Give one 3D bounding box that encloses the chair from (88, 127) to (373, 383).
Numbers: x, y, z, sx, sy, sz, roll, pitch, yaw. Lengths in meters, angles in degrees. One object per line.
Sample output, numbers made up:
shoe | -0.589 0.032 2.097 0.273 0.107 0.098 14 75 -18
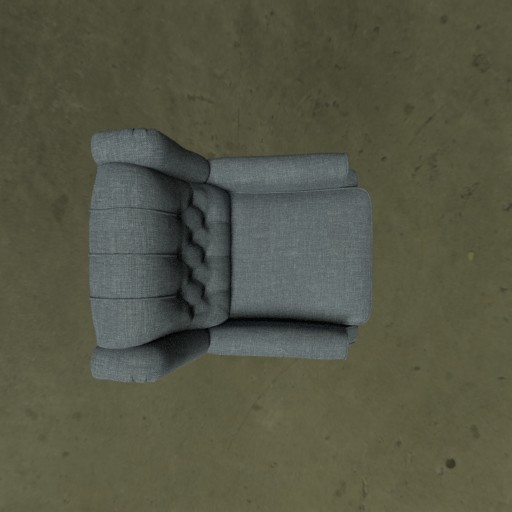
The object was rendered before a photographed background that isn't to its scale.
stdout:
chair | 0.000 0.000 1.633 0.898 1.035 0.742 0 90 0
